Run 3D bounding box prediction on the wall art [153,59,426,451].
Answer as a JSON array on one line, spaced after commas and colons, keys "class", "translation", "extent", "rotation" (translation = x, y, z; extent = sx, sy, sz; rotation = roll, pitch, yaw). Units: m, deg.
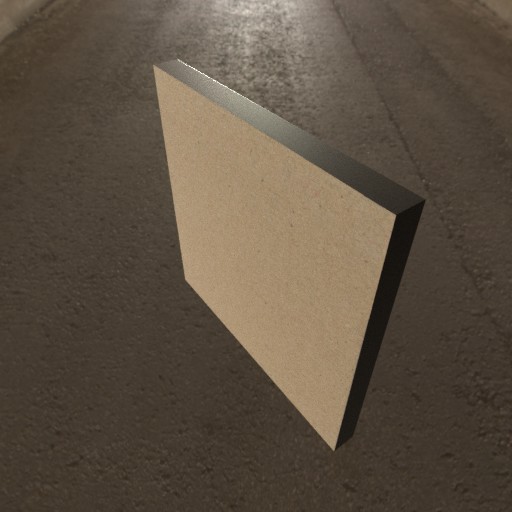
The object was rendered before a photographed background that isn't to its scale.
[{"class": "wall art", "translation": [0.000, 0.000, 0.480], "extent": [0.029, 0.318, 0.327], "rotation": [-26, 48, -26]}]
